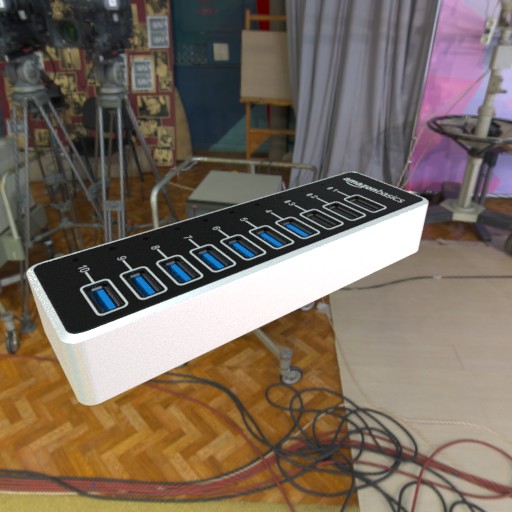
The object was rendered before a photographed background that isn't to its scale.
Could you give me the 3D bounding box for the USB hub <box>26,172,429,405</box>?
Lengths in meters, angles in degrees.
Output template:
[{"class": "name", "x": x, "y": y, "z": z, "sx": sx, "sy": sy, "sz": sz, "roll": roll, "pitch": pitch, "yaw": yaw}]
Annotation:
[{"class": "USB hub", "x": 0.000, "y": 0.000, "z": 0.163, "sx": 0.145, "sy": 0.023, "sz": 0.044, "roll": -21, "pitch": 37, "yaw": -30}]
